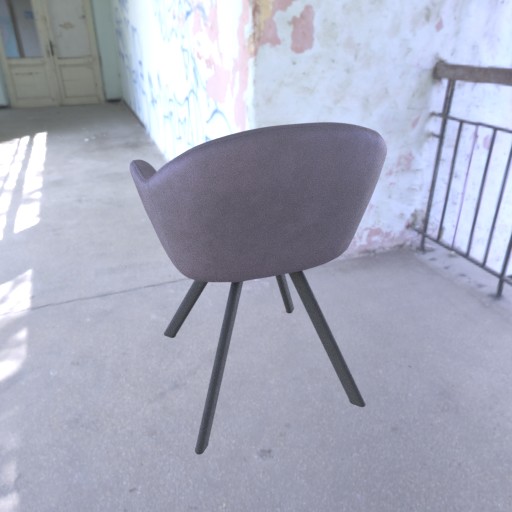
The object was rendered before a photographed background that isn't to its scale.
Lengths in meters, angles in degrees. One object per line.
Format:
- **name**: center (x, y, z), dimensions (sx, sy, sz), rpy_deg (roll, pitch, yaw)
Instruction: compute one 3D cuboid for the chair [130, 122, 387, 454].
- **chair**: center (0.000, 0.000, 1.177), dimensions (0.567, 0.781, 0.544), rpy_deg (-9, 29, -17)
